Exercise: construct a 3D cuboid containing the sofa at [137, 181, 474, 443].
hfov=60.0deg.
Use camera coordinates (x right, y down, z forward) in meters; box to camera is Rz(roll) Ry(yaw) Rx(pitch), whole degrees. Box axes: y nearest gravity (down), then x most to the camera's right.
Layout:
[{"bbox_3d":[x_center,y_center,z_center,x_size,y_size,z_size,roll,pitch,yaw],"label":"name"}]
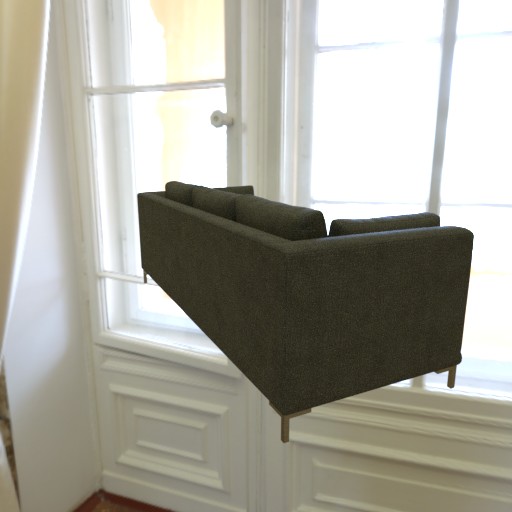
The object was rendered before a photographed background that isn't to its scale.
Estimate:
[{"bbox_3d":[0.000,0.000,2.831,0.969,0.867,2.415,-6,15,-26],"label":"sofa"}]
